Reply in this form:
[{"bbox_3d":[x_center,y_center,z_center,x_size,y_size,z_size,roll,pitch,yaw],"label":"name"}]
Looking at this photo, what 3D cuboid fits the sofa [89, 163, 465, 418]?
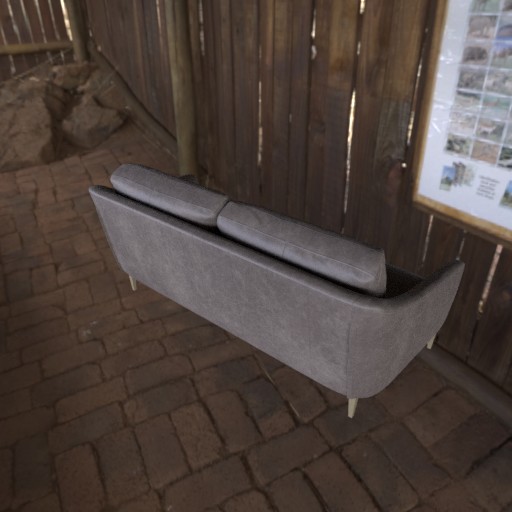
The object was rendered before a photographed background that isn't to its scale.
[{"bbox_3d":[0.000,0.000,2.585,2.036,0.902,0.960,23,38,33],"label":"sofa"}]
